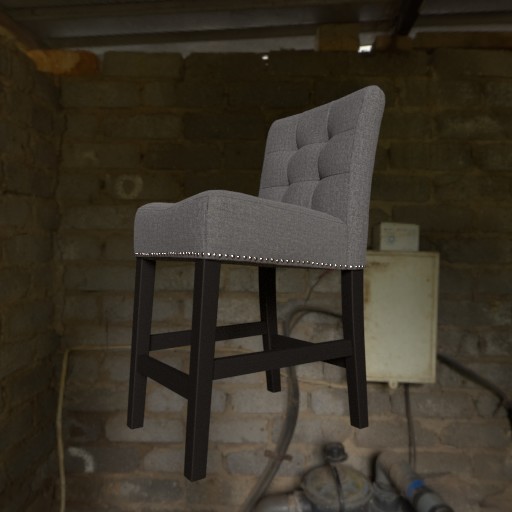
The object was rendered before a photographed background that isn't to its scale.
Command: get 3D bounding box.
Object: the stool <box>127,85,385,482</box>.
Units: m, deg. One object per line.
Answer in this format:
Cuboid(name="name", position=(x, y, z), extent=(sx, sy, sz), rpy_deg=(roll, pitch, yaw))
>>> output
Cuboid(name="stool", position=(0.000, 0.000, 1.170), extent=(0.571, 0.885, 0.427), rpy_deg=(0, 1, -36))
